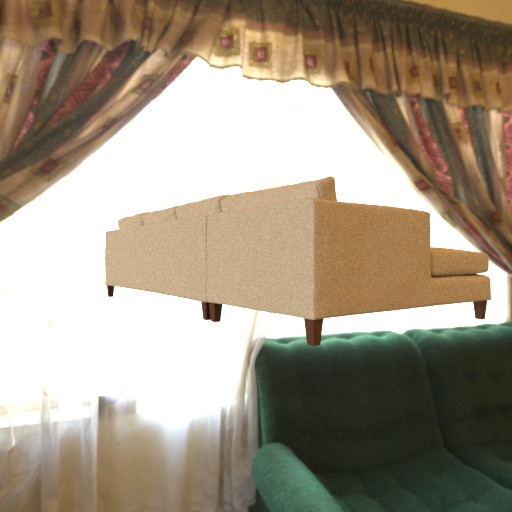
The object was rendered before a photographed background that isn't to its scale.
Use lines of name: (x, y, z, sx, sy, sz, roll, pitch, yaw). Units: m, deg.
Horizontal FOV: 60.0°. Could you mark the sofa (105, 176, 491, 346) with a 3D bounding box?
sofa: (0.000, 0.000, 3.789, 1.625, 0.846, 3.186, 0, 0, -35)
